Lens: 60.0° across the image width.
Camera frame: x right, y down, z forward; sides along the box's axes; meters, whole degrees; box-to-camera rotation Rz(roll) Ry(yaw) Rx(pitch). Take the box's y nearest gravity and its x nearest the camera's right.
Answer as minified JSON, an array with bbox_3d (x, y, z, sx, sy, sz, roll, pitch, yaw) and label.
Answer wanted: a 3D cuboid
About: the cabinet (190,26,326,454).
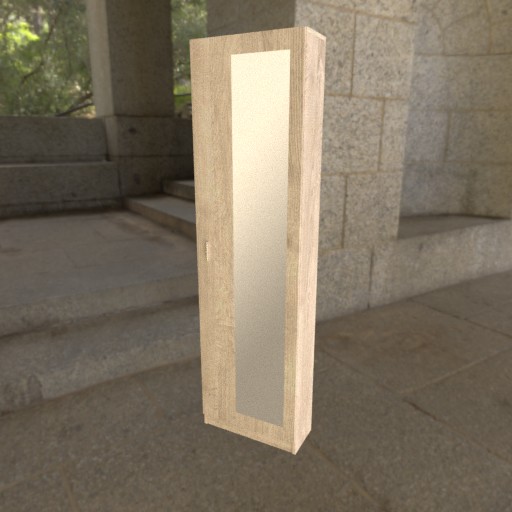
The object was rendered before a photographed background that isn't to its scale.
[{"bbox_3d":[0.000,0.000,1.991,0.500,1.790,0.230,8,17,27],"label":"cabinet"}]
